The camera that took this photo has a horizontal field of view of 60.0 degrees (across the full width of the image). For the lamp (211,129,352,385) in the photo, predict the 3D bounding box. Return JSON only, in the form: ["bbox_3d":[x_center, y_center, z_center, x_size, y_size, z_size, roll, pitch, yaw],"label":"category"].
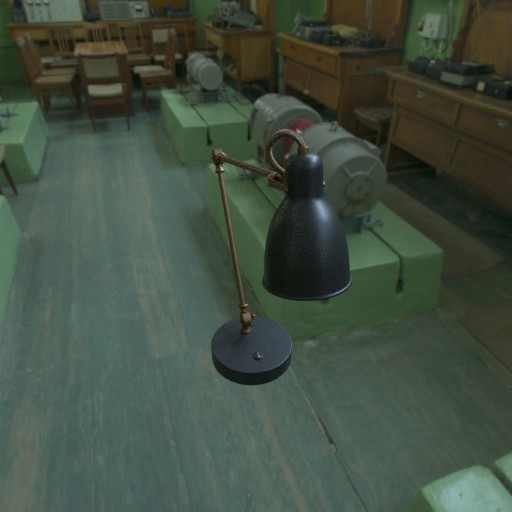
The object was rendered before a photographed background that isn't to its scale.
[{"bbox_3d":[0.000,0.000,0.861,0.187,0.587,0.561,-11,34,-17],"label":"lamp"}]
